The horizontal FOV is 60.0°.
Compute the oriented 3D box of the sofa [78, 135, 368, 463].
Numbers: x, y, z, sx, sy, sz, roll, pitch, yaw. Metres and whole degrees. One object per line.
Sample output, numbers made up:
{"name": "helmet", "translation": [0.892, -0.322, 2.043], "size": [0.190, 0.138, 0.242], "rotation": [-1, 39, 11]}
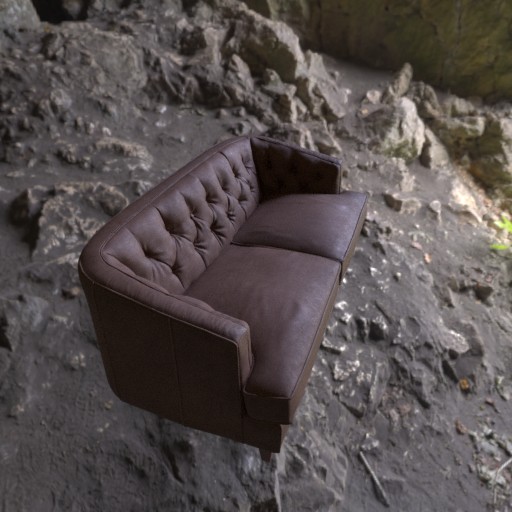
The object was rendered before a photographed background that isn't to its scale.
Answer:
{"name": "sofa", "translation": [0.000, 0.000, 2.272], "size": [0.917, 0.799, 1.767], "rotation": [11, 34, 17]}
